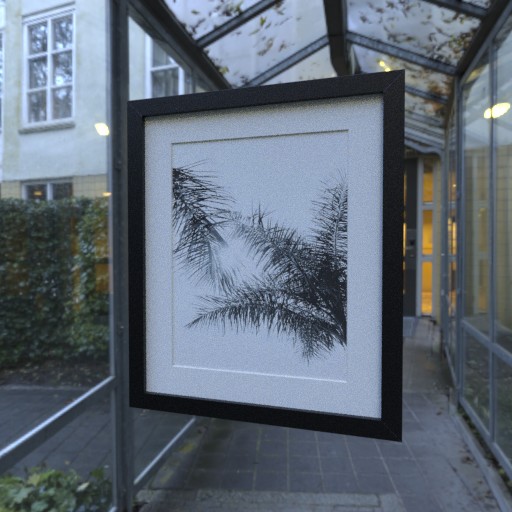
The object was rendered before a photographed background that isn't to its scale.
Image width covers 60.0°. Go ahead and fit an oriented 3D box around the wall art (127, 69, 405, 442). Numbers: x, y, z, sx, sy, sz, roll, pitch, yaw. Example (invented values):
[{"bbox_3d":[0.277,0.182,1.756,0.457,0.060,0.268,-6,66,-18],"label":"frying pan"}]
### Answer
[{"bbox_3d":[0.000,0.000,0.515,0.325,0.380,0.028,0,1,18],"label":"wall art"}]
